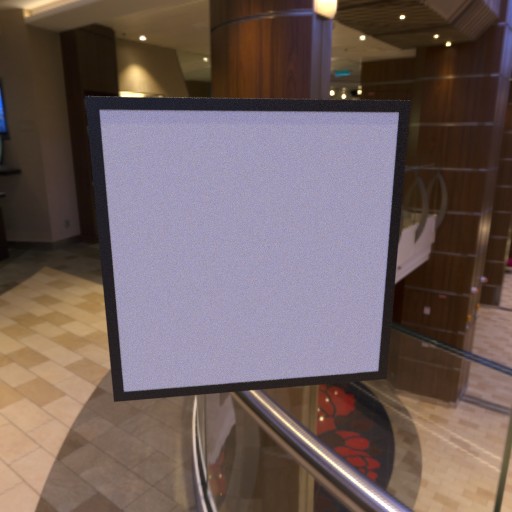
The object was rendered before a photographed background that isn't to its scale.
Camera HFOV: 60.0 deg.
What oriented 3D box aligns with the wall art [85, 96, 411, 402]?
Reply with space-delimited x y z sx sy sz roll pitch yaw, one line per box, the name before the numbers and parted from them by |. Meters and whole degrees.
wall art | 0.000 0.000 1.204 0.807 0.807 0.022 -2 15 -8
